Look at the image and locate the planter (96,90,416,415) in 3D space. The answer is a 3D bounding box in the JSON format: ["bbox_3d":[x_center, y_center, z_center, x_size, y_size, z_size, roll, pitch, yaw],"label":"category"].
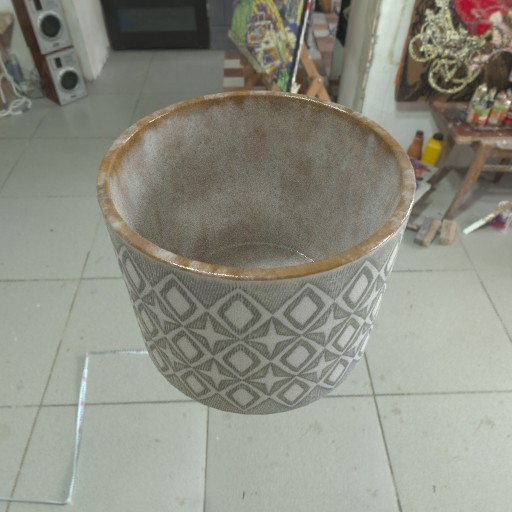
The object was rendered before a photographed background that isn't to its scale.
[{"bbox_3d":[0.000,0.000,0.442,0.255,0.223,0.255,0,46,0],"label":"planter"}]
